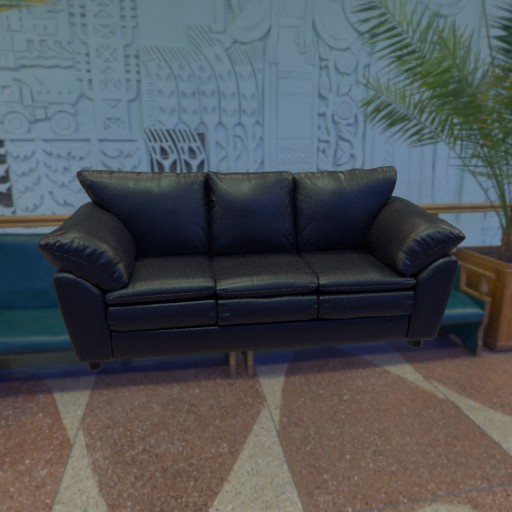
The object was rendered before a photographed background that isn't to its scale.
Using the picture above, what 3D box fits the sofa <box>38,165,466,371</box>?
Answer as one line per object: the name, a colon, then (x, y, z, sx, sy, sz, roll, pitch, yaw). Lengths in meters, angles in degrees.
sofa: (0.000, 0.000, 2.811, 2.336, 1.073, 0.880, -2, 15, -8)
